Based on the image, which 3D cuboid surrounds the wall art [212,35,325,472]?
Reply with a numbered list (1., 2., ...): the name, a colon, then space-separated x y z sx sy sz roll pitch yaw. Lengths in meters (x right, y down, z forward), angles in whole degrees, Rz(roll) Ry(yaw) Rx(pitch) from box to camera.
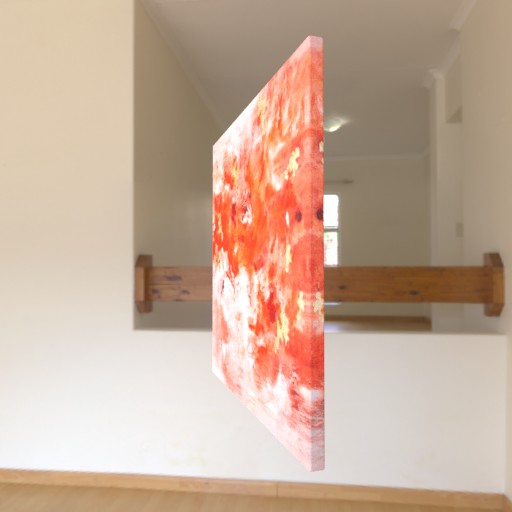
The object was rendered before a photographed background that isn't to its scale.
1. wall art: 0.000 0.000 1.314 0.066 0.878 0.878 0 -1 -18
